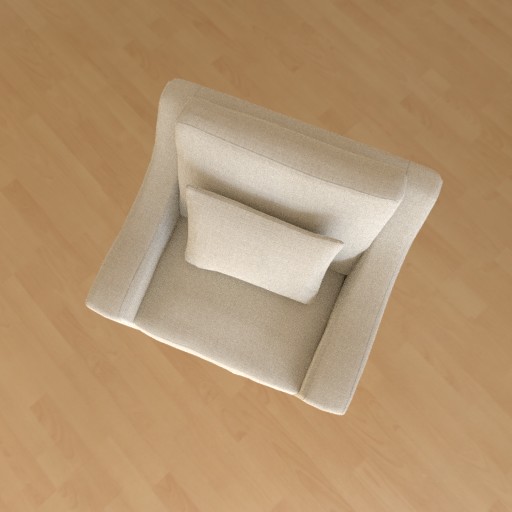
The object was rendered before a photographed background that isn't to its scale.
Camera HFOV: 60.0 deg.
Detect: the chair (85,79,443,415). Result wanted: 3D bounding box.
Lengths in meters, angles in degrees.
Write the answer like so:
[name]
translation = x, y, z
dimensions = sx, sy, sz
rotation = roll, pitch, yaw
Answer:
[chair]
translation = 0.000, 0.000, 1.973
dimensions = 1.178, 1.016, 1.009
rotation = 22, 76, 6
